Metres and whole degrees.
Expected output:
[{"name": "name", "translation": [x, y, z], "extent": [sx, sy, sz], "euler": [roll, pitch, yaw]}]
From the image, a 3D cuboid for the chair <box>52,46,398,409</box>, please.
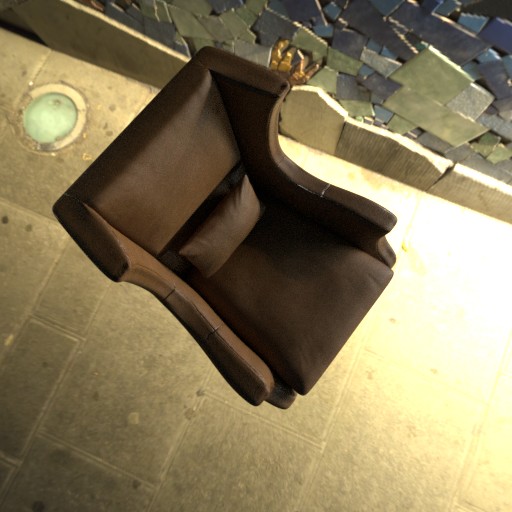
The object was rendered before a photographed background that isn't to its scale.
[{"name": "chair", "translation": [0.000, 0.000, 1.674], "extent": [0.925, 1.016, 0.852], "euler": [38, 80, 8]}]
